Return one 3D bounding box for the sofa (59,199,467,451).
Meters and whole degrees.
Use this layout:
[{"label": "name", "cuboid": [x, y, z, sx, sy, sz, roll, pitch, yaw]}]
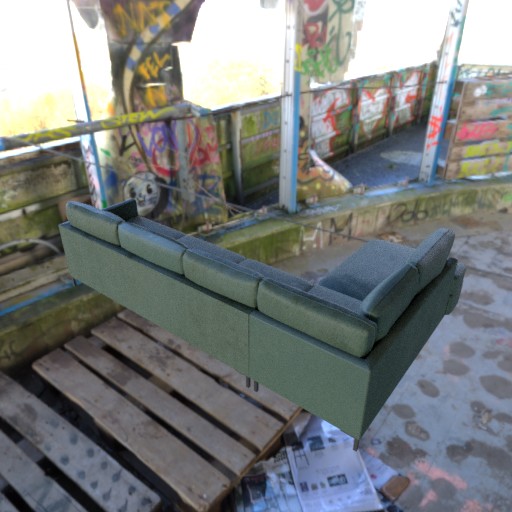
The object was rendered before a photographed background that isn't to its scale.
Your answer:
[{"label": "sofa", "cuboid": [0.000, 0.000, 4.299, 3.384, 0.996, 2.048, 21, 35, 33]}]
